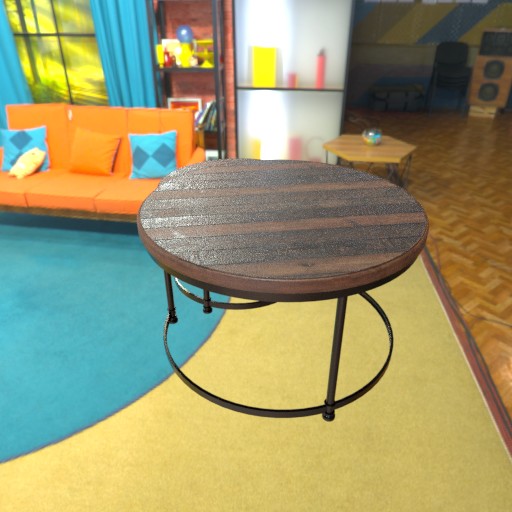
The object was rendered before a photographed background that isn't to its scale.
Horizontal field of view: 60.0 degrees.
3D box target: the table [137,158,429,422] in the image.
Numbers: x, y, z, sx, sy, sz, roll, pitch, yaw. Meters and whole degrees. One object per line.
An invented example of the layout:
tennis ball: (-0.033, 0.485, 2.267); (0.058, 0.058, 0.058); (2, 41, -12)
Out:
table: (0.000, 0.000, 1.600); (0.870, 0.516, 1.152); (-18, 35, -28)
